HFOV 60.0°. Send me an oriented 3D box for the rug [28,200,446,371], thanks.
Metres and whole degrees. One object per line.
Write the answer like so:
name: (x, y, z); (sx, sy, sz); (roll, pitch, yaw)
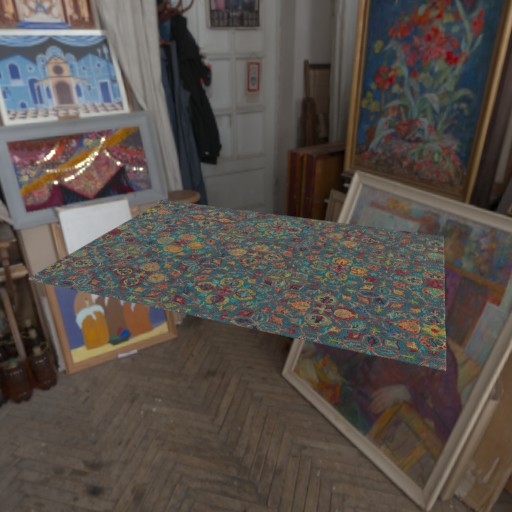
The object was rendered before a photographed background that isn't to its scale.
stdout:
rug: (0.000, 0.000, 2.306); (1.836, 0.014, 1.216); (9, 27, 18)
